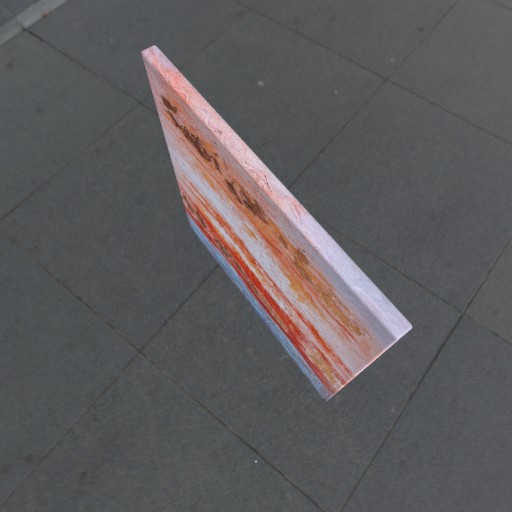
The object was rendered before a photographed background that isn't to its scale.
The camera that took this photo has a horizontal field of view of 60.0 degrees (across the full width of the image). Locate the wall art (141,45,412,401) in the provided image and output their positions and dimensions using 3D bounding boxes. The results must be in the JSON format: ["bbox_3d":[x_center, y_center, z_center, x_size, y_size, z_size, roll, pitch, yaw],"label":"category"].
[{"bbox_3d":[0.000,0.000,1.124,0.035,0.747,0.747,-34,70,-15],"label":"wall art"}]
